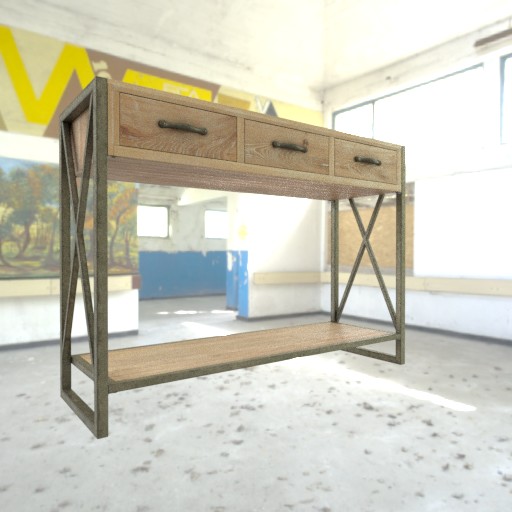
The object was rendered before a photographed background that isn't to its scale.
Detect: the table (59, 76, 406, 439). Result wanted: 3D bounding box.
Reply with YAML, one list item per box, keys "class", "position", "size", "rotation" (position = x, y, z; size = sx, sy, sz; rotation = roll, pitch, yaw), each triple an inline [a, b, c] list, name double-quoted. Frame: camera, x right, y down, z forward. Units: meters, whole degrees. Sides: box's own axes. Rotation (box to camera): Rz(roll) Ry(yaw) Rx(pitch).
- class: "table"
  position: [0.000, 0.000, 1.370]
  size: [1.059, 0.763, 0.361]
  rotation: [0, 1, -36]
